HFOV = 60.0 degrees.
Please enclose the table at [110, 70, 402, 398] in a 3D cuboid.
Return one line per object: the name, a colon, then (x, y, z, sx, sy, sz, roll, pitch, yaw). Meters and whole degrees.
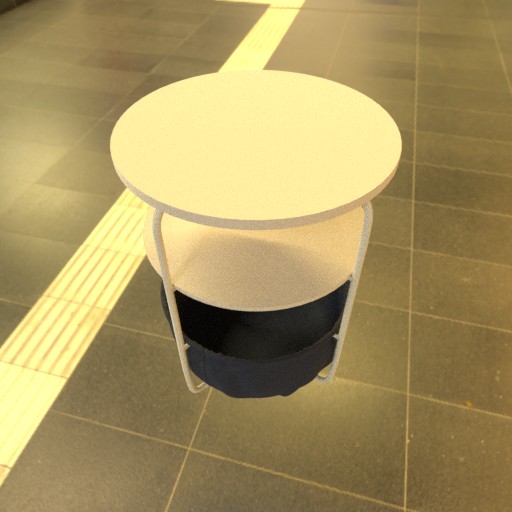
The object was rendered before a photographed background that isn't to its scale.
table: (0.000, 0.000, 0.840, 0.418, 0.532, 0.418, -3, 45, -3)
